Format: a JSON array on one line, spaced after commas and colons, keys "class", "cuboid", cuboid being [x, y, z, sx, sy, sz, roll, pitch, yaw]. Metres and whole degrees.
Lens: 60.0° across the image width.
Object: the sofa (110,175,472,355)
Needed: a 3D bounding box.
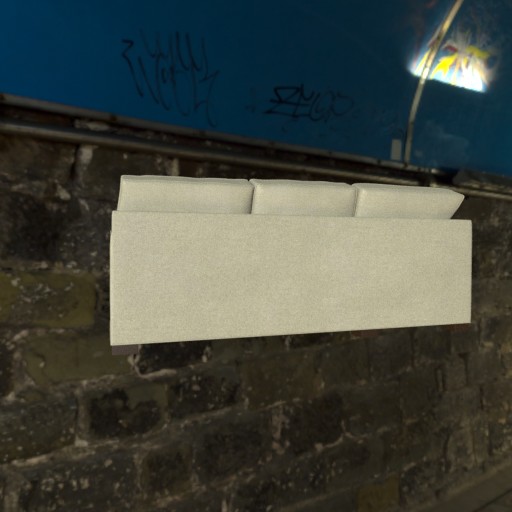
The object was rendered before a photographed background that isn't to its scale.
[{"class": "sofa", "cuboid": [0.000, 0.000, 3.499, 2.211, 0.936, 2.188, 0, 1, -19]}]
